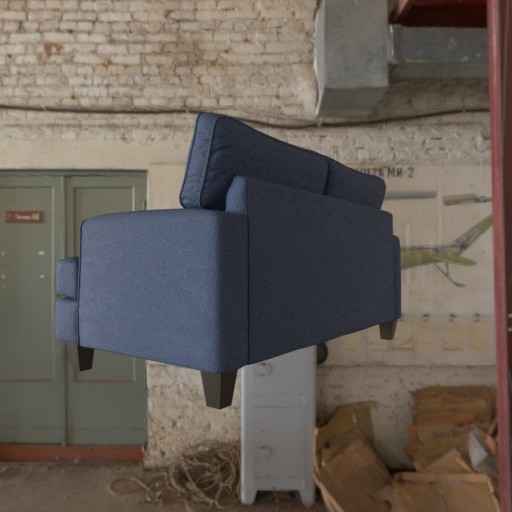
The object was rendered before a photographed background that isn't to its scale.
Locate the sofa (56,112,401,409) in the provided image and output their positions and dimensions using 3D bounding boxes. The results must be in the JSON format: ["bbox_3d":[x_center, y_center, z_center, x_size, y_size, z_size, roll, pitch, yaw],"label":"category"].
[{"bbox_3d":[0.000,0.000,2.244,0.965,0.965,1.651,0,-1,36],"label":"sofa"}]
